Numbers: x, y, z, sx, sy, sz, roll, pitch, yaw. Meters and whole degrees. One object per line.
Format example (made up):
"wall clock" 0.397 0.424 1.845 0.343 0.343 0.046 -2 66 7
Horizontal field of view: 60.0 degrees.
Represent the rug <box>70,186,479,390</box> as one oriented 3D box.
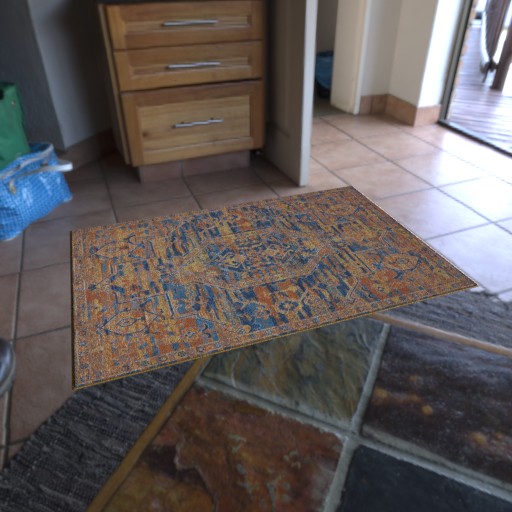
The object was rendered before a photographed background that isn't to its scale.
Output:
"rug" 0.000 0.000 2.224 1.758 0.013 1.148 -11 35 -16
